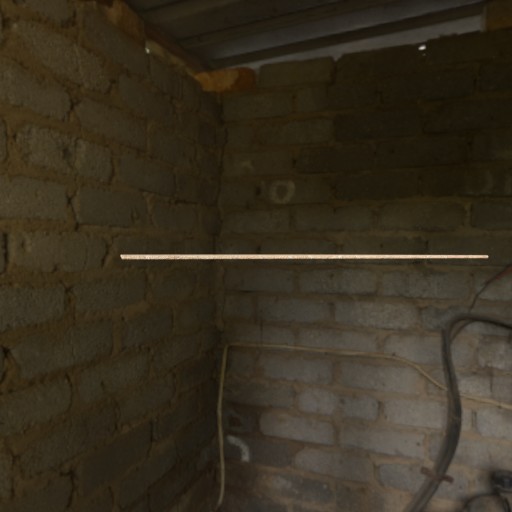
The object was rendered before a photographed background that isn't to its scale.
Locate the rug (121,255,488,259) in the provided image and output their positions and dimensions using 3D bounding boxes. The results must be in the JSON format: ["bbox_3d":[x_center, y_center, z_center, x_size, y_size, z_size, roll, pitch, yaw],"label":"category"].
[{"bbox_3d":[0.000,0.000,4.152,2.420,0.019,3.039,0,0,-17],"label":"rug"}]
